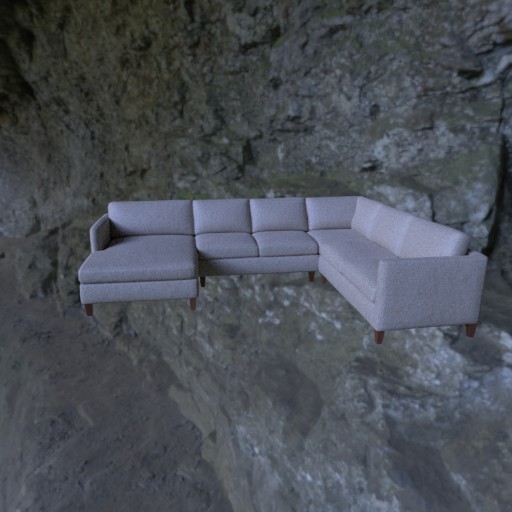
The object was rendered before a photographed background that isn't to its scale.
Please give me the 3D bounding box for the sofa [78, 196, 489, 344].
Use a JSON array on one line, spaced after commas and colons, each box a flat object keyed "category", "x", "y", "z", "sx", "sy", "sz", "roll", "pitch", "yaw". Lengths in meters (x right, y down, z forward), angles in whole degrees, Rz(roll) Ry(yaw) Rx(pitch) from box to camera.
[{"category": "sofa", "x": 0.000, "y": 0.000, "z": 4.519, "sx": 3.403, "sy": 0.889, "sz": 2.551, "roll": -2, "pitch": 16, "yaw": -8}]
